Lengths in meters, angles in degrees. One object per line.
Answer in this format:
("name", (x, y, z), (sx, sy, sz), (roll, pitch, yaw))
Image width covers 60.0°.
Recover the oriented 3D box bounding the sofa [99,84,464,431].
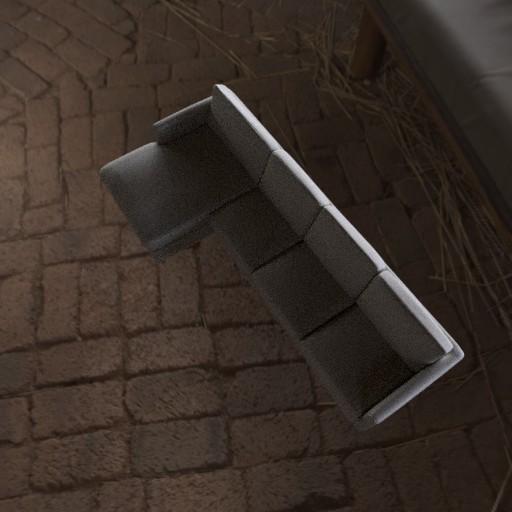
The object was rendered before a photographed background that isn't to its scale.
("sofa", (0.000, 0.000, 3.770), (1.502, 0.876, 3.201), (-31, 67, -15))
